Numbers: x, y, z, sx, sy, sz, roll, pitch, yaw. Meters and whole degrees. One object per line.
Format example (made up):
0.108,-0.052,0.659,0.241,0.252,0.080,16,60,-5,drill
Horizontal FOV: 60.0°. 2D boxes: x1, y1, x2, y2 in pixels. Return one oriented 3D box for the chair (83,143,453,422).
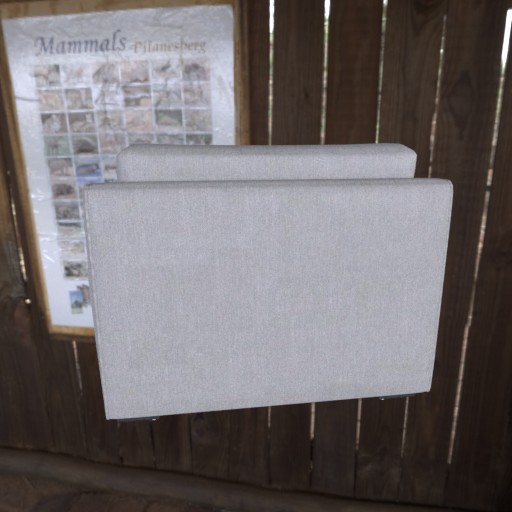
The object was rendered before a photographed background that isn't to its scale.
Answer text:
0.000,0.000,1.964,1.270,0.974,1.043,-2,15,-8,chair
